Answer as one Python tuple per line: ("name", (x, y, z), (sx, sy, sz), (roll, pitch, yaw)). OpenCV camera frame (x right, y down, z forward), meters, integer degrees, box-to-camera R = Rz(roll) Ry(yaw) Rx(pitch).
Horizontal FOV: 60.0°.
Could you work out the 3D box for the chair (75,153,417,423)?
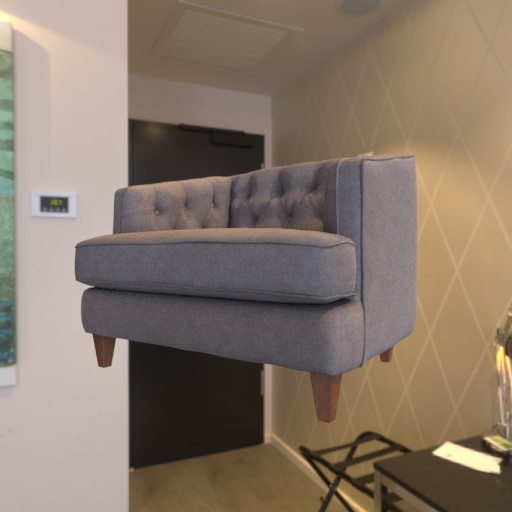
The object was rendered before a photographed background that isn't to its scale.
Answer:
("chair", (0.000, 0.000, 1.728), (1.104, 0.852, 0.941), (0, 1, 35))
